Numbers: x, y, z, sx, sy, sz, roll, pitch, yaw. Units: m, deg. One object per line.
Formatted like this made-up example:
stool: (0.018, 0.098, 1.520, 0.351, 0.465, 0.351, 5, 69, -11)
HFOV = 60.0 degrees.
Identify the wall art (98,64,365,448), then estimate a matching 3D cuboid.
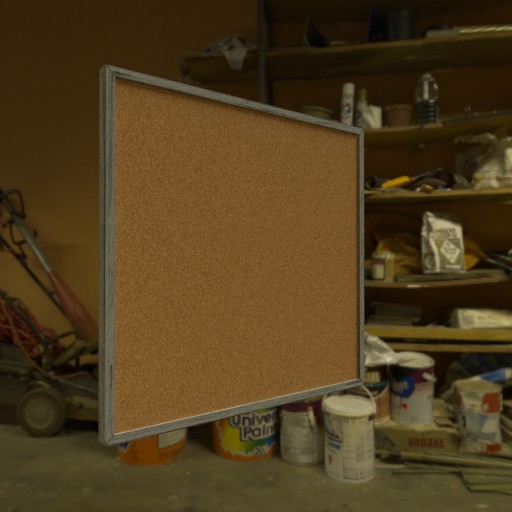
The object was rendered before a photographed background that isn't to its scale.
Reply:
wall art: (0.000, 0.000, 1.112, 0.761, 0.761, 0.037, 0, 0, -35)
